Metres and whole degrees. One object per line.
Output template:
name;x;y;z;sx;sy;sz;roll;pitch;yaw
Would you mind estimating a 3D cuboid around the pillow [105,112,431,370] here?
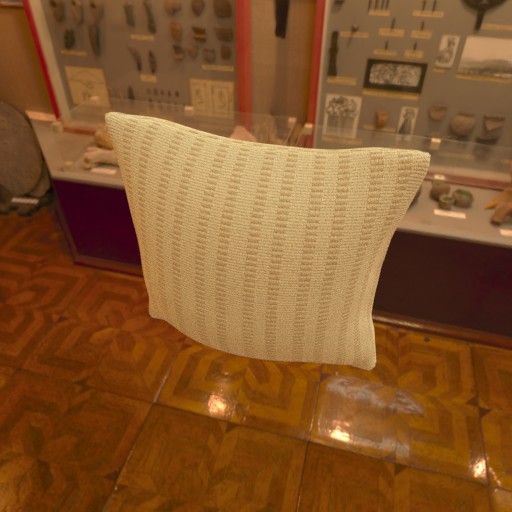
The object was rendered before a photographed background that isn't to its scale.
pillow;0.000;0.000;0.697;0.438;0.419;0.247;11;41;13
